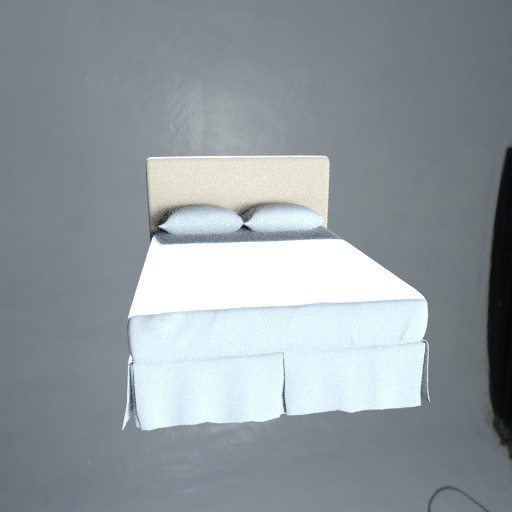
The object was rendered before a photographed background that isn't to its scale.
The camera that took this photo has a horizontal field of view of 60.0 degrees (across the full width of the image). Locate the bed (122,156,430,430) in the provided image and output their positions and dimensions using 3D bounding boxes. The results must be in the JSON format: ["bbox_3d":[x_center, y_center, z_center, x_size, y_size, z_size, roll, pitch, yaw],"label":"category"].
[{"bbox_3d":[0.000,0.000,3.269,1.748,1.330,2.142,-2,16,-8],"label":"bed"}]
